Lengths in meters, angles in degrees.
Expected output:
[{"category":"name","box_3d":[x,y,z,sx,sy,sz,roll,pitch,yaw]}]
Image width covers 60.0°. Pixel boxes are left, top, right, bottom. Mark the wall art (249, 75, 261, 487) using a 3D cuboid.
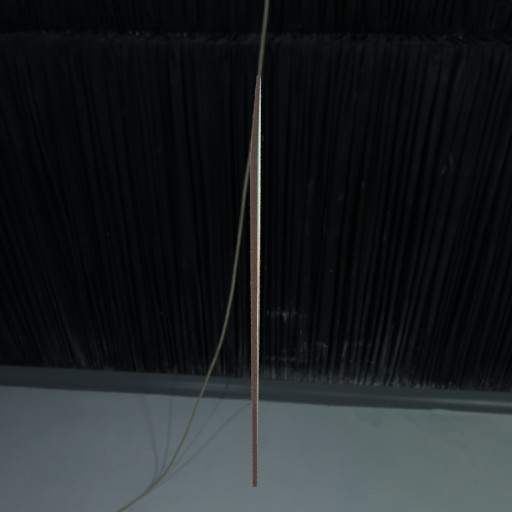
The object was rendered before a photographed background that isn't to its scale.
[{"category":"wall art","box_3d":[0.000,0.000,1.352,0.018,0.904,0.906,0,30,1]}]
